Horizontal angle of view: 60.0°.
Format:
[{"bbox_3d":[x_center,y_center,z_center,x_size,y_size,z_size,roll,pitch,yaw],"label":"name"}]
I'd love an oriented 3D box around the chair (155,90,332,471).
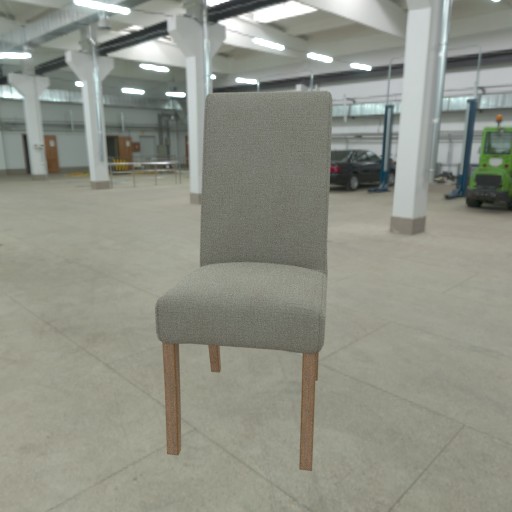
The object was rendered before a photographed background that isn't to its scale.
[{"bbox_3d":[0.000,0.000,1.394,0.450,1.033,0.611,2,14,9],"label":"chair"}]
